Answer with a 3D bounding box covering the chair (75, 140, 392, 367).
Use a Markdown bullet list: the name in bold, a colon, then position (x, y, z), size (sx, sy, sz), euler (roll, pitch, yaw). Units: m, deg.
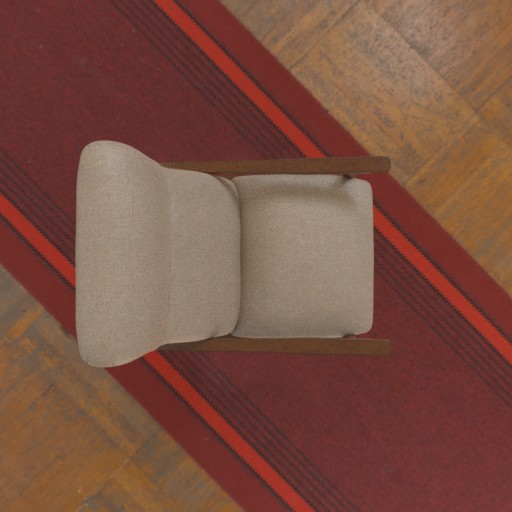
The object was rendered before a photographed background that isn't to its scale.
- **chair**: position (0.000, 0.000, 1.768), size (1.030, 1.082, 0.762), euler (0, 89, 0)
